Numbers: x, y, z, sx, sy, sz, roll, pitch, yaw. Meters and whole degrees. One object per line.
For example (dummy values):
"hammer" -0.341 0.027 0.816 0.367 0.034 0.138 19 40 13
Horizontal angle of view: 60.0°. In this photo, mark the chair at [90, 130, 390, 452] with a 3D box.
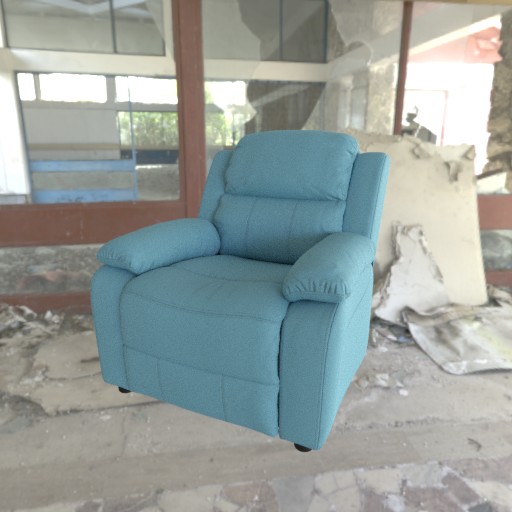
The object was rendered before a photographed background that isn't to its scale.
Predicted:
"chair" 0.000 0.000 1.271 0.680 0.702 0.709 7 17 26
